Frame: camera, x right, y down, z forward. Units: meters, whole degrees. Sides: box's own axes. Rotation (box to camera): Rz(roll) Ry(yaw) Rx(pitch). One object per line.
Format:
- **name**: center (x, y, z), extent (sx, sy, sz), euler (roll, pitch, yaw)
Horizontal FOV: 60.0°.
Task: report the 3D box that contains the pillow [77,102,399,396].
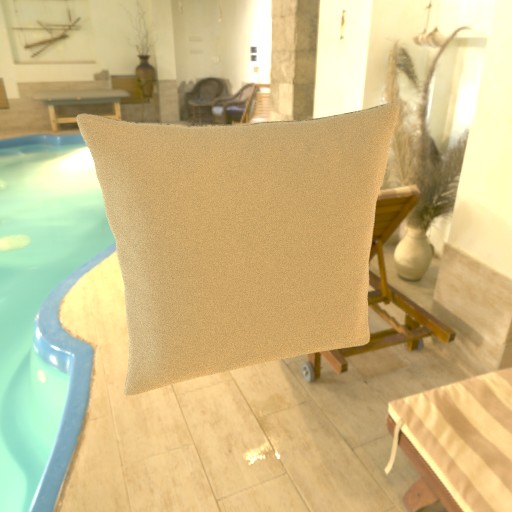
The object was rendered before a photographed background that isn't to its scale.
- **pillow**: center (0.000, 0.000, 0.795), extent (0.523, 0.510, 0.166), euler (-8, 26, -16)
